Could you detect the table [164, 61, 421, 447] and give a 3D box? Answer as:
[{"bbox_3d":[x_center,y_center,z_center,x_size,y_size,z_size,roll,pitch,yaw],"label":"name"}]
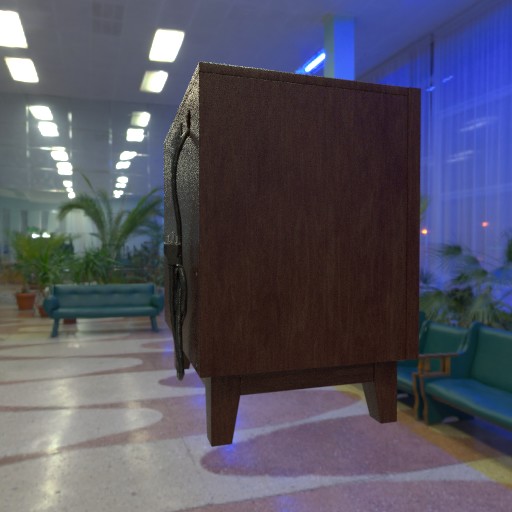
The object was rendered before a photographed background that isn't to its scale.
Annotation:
[{"bbox_3d":[0.000,0.000,1.001,0.449,0.609,0.557,0,1,-17],"label":"table"}]
